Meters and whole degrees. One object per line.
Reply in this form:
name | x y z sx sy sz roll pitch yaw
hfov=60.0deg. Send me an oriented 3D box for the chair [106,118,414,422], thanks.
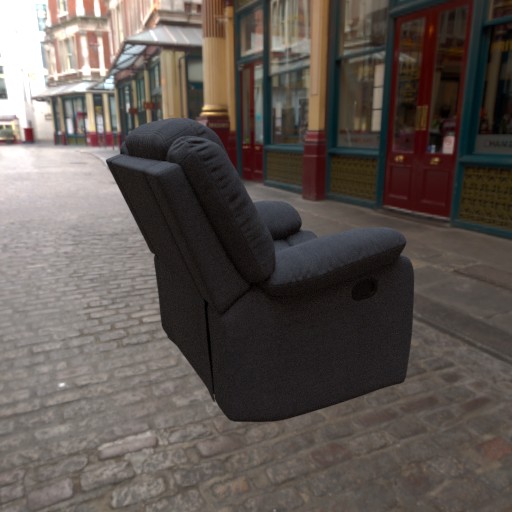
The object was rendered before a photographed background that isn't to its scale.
chair | 0.000 0.000 1.715 0.944 1.008 0.899 -7 17 -26
